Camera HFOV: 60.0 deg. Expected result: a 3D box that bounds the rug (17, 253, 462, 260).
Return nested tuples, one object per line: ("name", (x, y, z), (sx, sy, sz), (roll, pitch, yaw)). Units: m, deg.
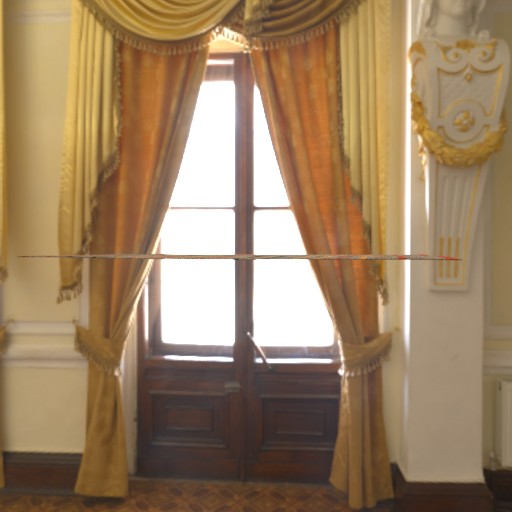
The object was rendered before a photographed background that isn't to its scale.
("rug", (0.000, 0.000, 3.935), (3.029, 0.022, 2.263), (0, 1, 16))
